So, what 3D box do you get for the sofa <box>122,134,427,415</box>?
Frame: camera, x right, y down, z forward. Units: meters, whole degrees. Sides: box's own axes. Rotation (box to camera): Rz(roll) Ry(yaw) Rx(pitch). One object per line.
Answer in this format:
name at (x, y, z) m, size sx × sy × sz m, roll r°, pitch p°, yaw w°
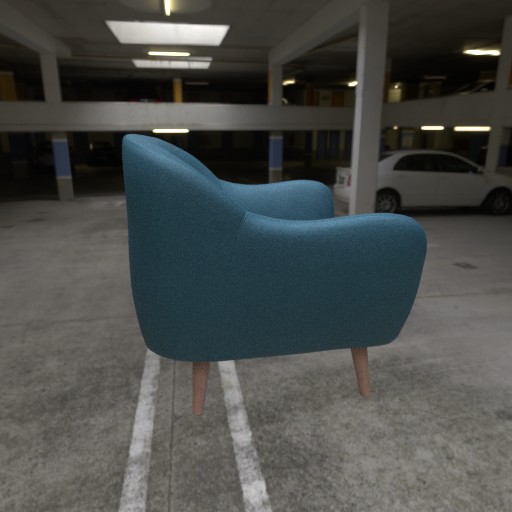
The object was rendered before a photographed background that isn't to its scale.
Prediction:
sofa at (0.000, 0.000, 1.538) m, size 0.825 × 0.817 × 0.836 m, roll -3°, pitch 17°, yaw -10°
